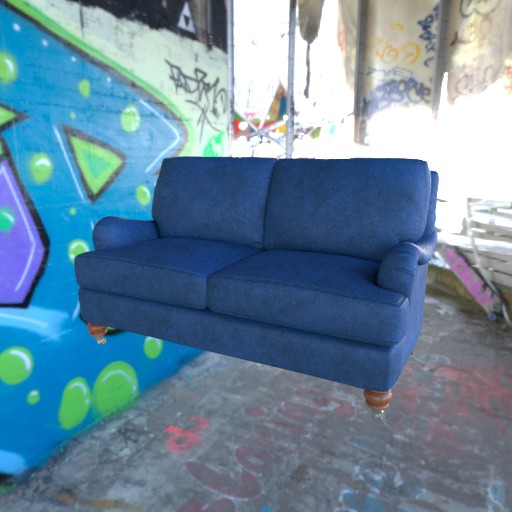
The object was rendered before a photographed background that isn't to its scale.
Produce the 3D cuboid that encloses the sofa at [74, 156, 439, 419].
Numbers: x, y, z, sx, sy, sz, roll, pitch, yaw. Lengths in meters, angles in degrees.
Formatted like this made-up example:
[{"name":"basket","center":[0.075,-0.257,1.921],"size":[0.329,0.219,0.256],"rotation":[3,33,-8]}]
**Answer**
[{"name":"sofa","center":[0.000,0.000,2.537],"size":[1.853,1.101,1.084],"rotation":[7,15,27]}]
